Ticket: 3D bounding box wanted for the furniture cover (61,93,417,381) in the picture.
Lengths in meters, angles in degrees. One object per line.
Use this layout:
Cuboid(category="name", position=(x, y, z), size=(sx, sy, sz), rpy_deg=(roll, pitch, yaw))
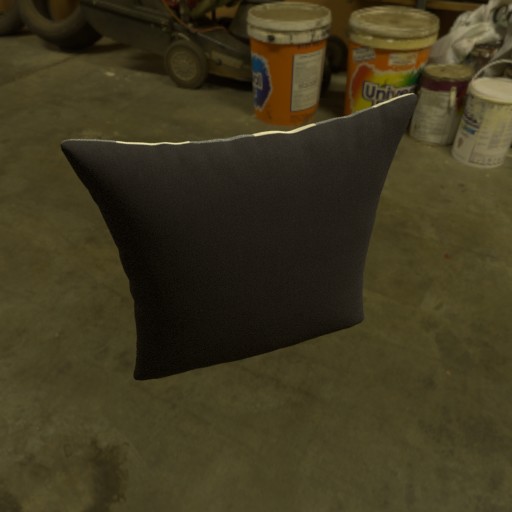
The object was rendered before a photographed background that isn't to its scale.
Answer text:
Cuboid(category="furniture cover", position=(0.000, 0.000, 0.772), size=(0.511, 0.509, 0.161), rpy_deg=(-12, 42, -14))
